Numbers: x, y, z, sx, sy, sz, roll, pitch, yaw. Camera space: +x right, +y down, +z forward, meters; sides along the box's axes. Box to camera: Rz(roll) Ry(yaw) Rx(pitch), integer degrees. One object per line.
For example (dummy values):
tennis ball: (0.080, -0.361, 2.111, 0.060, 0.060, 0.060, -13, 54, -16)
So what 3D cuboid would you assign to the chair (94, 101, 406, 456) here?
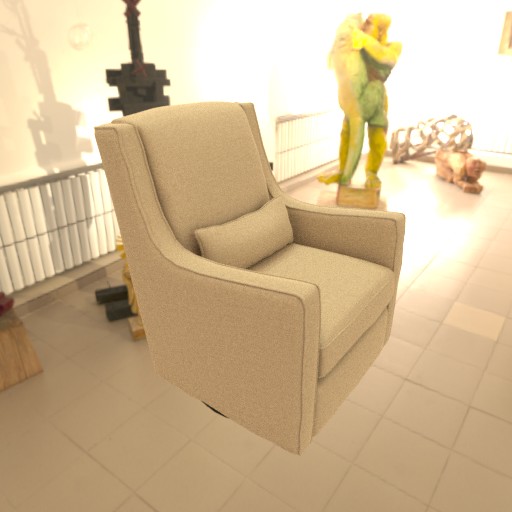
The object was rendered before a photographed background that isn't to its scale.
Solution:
chair: (0.000, 0.000, 1.608, 0.879, 0.993, 0.732, 18, 31, 32)
